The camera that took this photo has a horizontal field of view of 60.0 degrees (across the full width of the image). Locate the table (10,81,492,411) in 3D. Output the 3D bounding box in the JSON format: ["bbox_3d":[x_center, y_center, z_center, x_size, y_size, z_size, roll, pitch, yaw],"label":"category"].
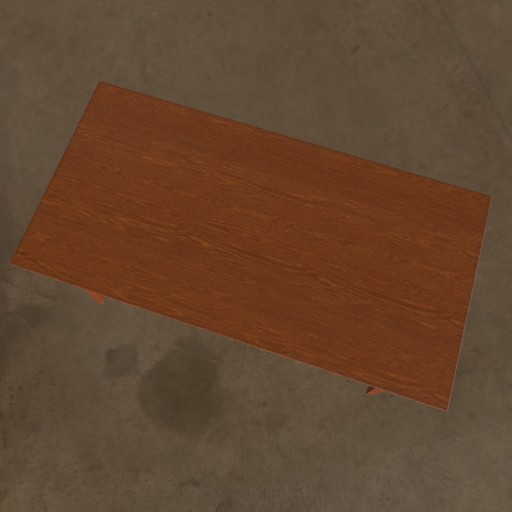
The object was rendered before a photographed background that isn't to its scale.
[{"bbox_3d":[0.000,0.000,2.000,1.609,0.755,0.811,18,76,5],"label":"table"}]
